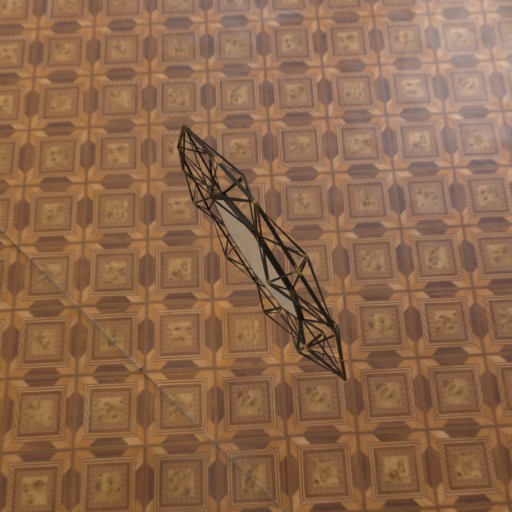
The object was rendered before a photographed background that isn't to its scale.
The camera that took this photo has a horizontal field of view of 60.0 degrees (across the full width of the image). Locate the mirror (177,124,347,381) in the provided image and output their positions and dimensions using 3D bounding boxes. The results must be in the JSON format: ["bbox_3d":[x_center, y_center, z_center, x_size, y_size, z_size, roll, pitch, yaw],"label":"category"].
[{"bbox_3d":[0.000,0.000,1.073,0.094,0.710,0.710,-34,78,-8],"label":"mirror"}]
